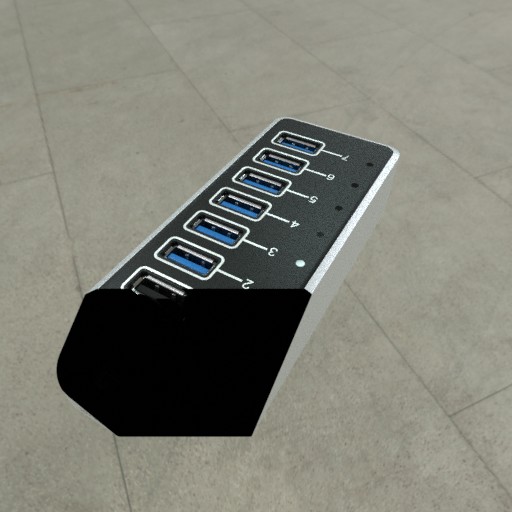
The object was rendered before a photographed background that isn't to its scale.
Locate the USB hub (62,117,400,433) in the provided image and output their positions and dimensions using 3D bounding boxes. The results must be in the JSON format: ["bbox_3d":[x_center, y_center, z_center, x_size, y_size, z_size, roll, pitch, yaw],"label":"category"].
[{"bbox_3d":[0.000,0.000,0.123,0.044,0.023,0.110,23,51,20],"label":"USB hub"}]
